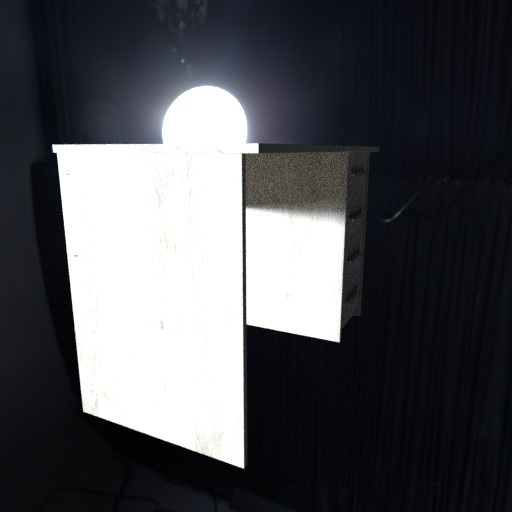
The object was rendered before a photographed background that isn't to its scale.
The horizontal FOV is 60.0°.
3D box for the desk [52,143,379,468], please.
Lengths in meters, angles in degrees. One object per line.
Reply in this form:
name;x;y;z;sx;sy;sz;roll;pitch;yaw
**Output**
desk;0.000;0.000;1.515;0.560;0.730;1.096;7;15;26
